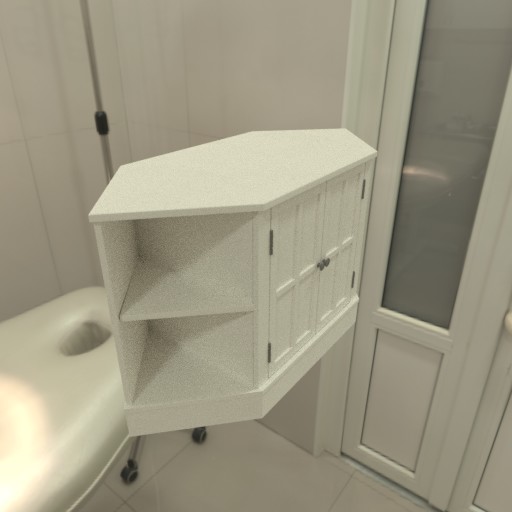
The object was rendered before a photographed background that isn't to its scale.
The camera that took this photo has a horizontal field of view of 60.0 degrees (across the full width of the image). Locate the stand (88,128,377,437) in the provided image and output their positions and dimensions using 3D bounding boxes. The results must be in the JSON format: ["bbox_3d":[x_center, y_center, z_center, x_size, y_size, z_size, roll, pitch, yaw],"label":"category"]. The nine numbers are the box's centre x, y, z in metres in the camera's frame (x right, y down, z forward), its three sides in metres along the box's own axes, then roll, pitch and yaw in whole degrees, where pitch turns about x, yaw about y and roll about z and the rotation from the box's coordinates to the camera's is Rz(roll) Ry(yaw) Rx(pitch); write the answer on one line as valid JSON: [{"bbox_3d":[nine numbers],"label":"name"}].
[{"bbox_3d":[0.000,0.000,1.378,0.477,0.614,1.072,19,33,33],"label":"stand"}]
